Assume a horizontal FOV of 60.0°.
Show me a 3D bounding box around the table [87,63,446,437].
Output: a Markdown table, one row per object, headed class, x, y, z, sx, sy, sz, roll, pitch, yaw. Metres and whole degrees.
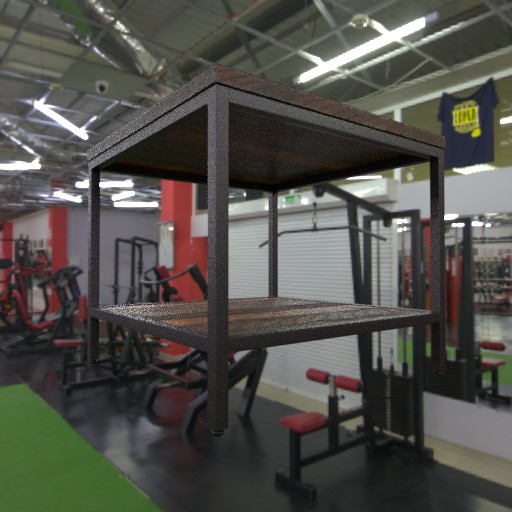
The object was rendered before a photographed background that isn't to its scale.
| class | x | y | z | sx | sy | sz | roll | pitch | yaw |
| --- | --- | --- | --- | --- | --- | --- | --- | --- | --- |
| table | 0.000 | 0.000 | 0.950 | 0.548 | 0.482 | 0.553 | 1 | -1 | -37 |
